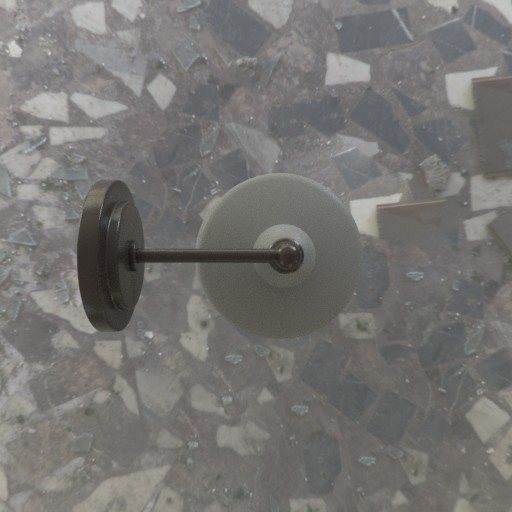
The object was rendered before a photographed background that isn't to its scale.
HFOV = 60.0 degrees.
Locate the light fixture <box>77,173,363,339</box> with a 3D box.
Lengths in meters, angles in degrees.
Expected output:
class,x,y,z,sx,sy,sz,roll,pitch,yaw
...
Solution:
class,x,y,z,sx,sy,sz,roll,pitch,yaw
light fixture,0.000,0.000,0.444,0.254,0.268,0.204,0,90,-1
